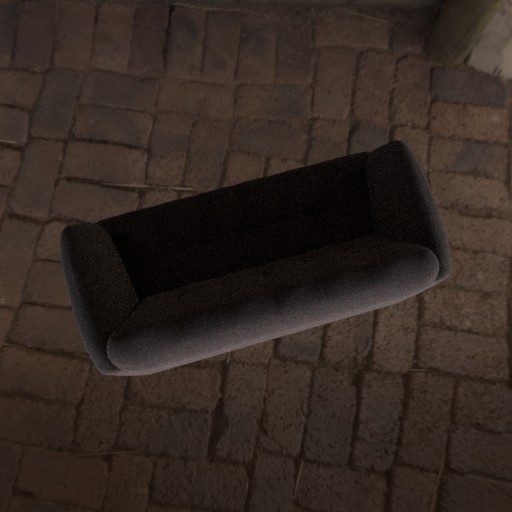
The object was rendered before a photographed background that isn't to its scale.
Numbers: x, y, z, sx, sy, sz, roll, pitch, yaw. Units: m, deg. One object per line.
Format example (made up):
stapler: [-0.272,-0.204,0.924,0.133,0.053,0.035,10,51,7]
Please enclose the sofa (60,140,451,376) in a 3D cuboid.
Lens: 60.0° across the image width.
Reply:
sofa: [0.000,0.000,2.339,1.849,0.790,0.887,-15,75,-4]
